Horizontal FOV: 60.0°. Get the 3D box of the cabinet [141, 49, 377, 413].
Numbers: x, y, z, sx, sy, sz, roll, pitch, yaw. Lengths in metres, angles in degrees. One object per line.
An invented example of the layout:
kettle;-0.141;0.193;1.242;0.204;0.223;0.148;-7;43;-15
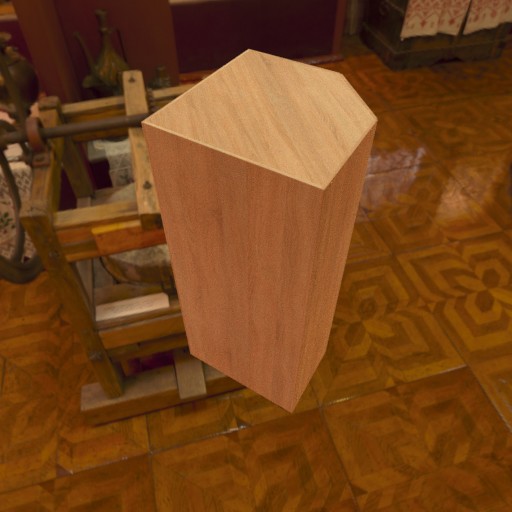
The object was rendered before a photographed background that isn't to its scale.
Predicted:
cabinet;0.000;0.000;2.923;1.094;2.120;1.327;-10;48;-9
